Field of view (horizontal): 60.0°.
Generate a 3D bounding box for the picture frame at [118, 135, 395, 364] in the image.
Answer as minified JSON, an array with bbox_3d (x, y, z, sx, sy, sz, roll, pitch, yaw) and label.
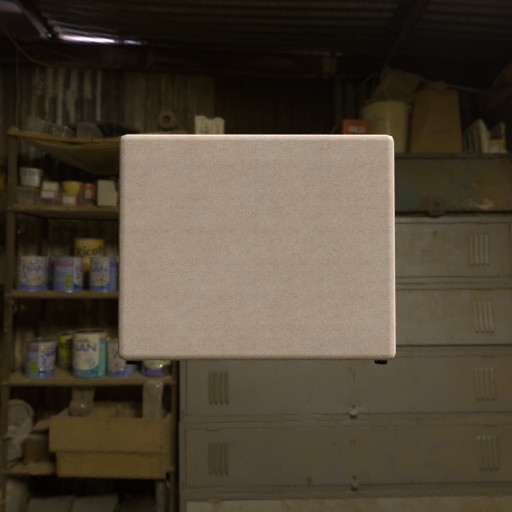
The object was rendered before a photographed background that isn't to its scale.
[{"bbox_3d":[0.000,0.000,2.773,1.069,0.891,2.161,0,-1,0],"label":"picture frame"}]
